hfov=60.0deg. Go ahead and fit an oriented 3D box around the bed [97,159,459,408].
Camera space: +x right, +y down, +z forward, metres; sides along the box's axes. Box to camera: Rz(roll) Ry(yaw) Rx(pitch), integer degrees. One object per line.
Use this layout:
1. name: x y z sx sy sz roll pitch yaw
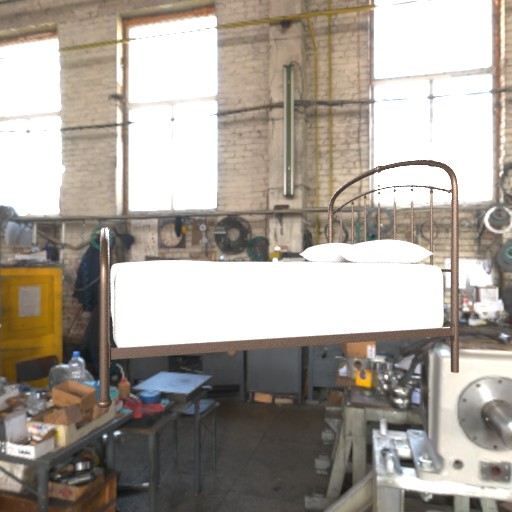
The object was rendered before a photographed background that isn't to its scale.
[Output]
1. bed: 0.000 0.000 3.257 2.168 1.475 1.711 0 0 -19
